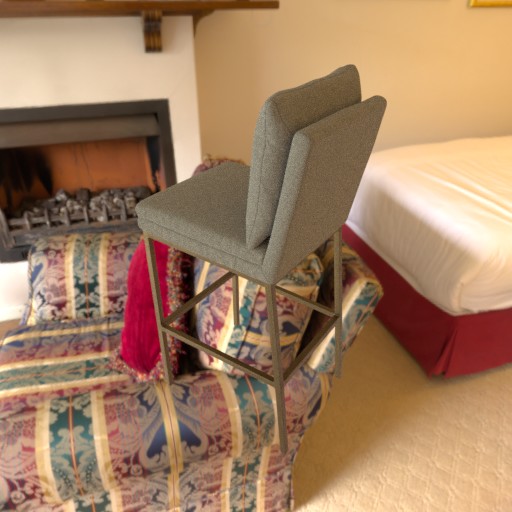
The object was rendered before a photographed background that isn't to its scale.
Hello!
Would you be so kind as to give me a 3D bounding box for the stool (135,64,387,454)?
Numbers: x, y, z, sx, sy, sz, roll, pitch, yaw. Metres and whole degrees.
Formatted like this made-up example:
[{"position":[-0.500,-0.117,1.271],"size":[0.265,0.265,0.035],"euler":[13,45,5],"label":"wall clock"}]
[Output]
[{"position":[0.000,0.000,1.434],"size":[0.569,1.132,0.463],"euler":[21,37,29],"label":"stool"}]
